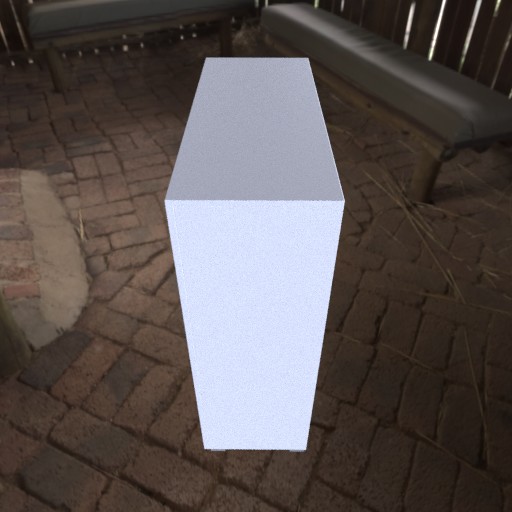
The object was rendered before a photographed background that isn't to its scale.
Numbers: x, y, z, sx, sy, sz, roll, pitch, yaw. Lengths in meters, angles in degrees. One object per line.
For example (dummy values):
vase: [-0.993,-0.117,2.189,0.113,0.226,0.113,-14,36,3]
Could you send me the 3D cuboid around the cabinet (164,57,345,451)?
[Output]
cabinet: [0.000,0.000,1.749,0.400,1.190,1.000,0,41,0]
